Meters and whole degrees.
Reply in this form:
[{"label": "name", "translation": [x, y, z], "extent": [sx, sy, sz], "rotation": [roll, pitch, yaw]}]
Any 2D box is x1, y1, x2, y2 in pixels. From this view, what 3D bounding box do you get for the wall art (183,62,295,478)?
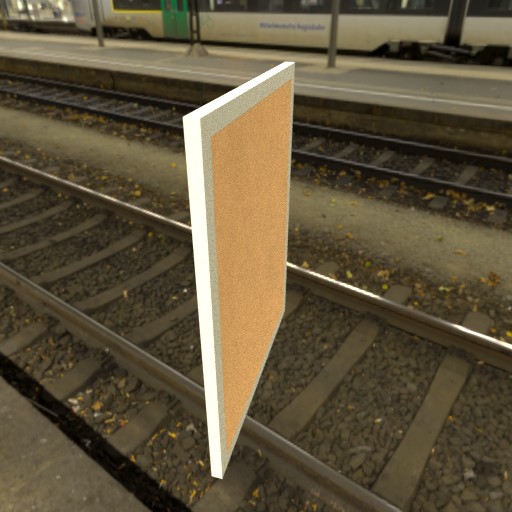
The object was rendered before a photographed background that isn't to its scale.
[{"label": "wall art", "translation": [0.000, 0.000, 1.094], "extent": [0.026, 0.811, 0.661], "rotation": [8, 31, 14]}]
